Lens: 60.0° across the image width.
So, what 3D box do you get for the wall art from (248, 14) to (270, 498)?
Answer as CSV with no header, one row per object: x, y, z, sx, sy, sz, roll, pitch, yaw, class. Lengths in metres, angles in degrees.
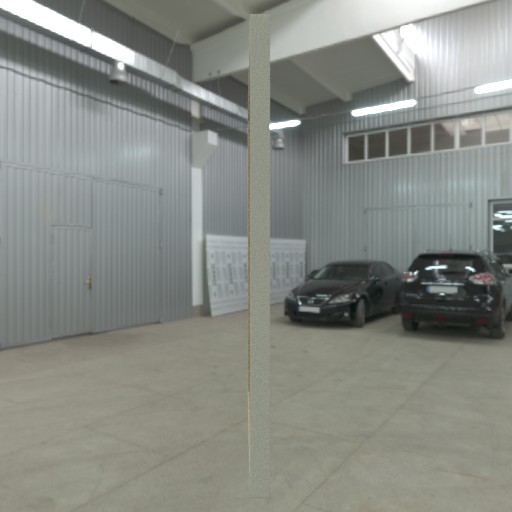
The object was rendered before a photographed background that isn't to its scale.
0.000,0.000,1.143,0.038,0.914,0.610,0,0,-1,wall art
